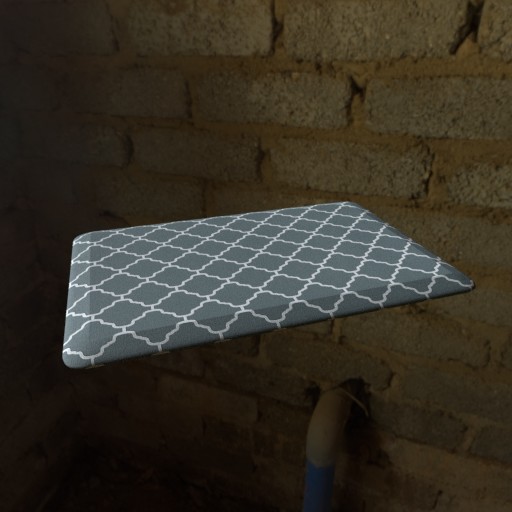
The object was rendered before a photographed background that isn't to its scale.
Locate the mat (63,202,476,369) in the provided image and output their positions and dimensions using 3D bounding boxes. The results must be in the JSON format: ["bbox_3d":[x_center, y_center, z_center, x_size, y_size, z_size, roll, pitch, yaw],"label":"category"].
[{"bbox_3d":[0.000,0.000,0.960,0.762,0.021,0.508,-8,28,-16],"label":"mat"}]
